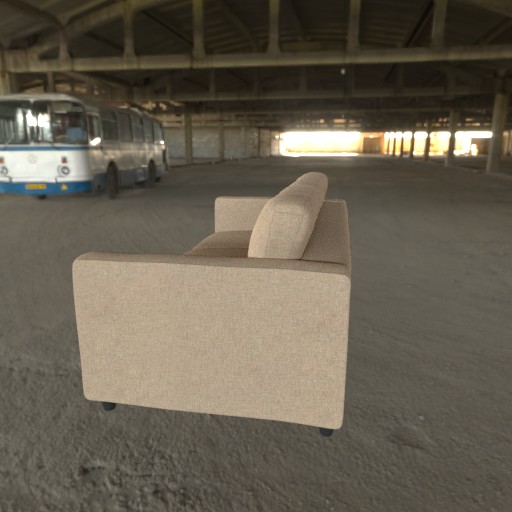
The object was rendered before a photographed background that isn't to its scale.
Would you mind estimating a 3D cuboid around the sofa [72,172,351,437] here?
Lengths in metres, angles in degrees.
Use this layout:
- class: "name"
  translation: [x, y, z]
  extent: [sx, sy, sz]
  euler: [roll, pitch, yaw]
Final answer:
- class: "sofa"
  translation: [0.000, 0.000, 2.313]
  extent: [0.930, 0.800, 1.855]
  euler: [3, 14, 10]
